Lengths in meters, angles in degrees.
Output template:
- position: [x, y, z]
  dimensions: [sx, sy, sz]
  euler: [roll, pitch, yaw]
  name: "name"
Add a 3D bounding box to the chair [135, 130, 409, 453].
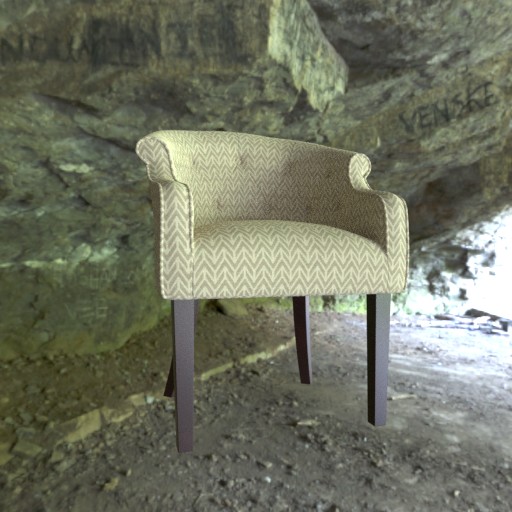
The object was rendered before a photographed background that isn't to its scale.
- position: [0.000, 0.000, 1.292]
  dimensions: [0.686, 0.858, 0.613]
  euler: [0, 0, -18]
  name: "chair"
